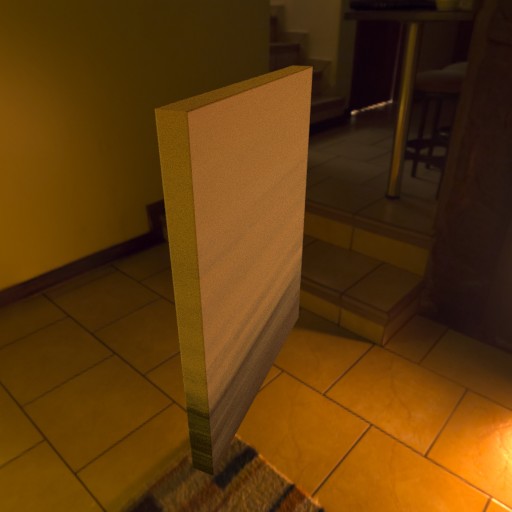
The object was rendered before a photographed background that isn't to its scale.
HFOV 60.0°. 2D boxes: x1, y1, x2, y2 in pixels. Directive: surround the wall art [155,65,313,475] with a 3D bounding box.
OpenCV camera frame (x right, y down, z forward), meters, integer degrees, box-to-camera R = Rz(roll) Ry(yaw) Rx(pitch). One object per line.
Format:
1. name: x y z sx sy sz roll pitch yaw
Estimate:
1. wall art: 0.000 0.000 0.824 0.040 0.608 0.489 11 31 19
